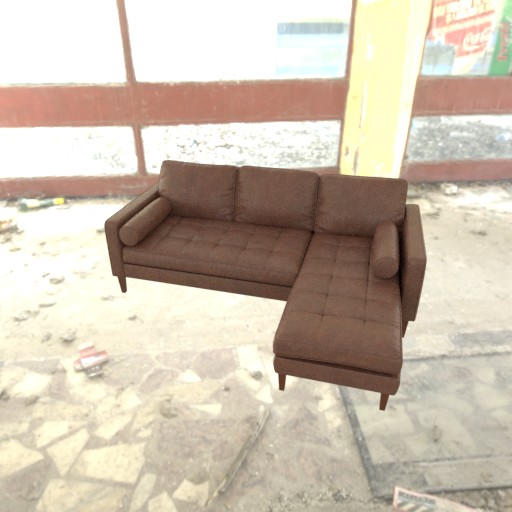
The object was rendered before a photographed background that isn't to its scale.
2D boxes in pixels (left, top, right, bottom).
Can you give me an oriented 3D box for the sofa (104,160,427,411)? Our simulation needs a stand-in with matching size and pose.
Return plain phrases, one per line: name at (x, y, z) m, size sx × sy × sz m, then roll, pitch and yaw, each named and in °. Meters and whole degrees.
sofa at (0.000, 0.000, 3.034) m, size 2.185 × 0.841 × 1.613 m, roll 7°, pitch 30°, yaw 13°
